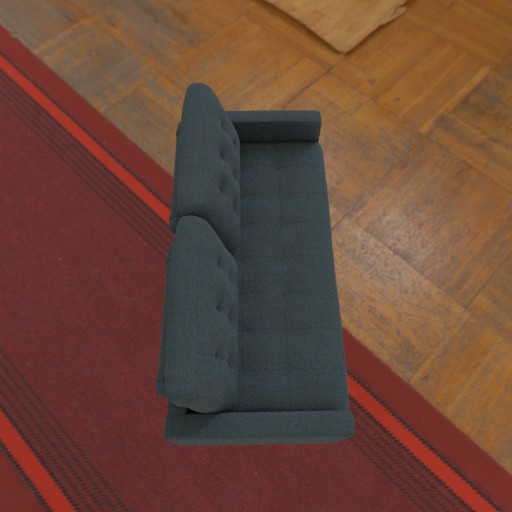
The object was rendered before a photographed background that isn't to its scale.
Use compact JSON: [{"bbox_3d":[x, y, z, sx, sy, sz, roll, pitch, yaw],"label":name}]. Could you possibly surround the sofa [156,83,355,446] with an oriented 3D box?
[{"bbox_3d":[0.000,0.000,2.609,0.966,1.050,2.010,-1,64,0],"label":"sofa"}]
